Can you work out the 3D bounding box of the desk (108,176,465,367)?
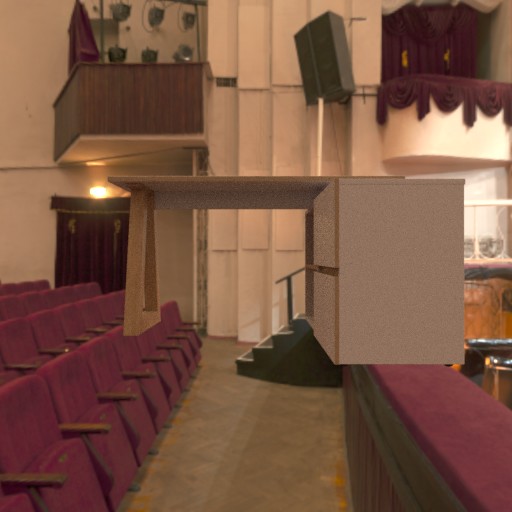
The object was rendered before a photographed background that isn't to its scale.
[{"bbox_3d":[0.000,0.000,2.027,1.404,0.755,1.098,0,0,0],"label":"desk"}]
